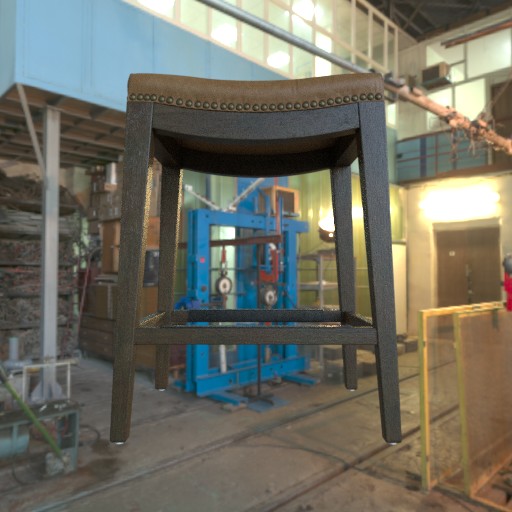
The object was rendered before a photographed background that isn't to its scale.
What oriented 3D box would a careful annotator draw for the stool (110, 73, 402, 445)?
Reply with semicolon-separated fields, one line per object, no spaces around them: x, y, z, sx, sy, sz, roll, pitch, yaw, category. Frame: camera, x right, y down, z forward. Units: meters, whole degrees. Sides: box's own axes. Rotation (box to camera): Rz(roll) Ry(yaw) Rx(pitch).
0.000;0.000;0.947;0.500;0.660;0.361;0;-2;0;stool
